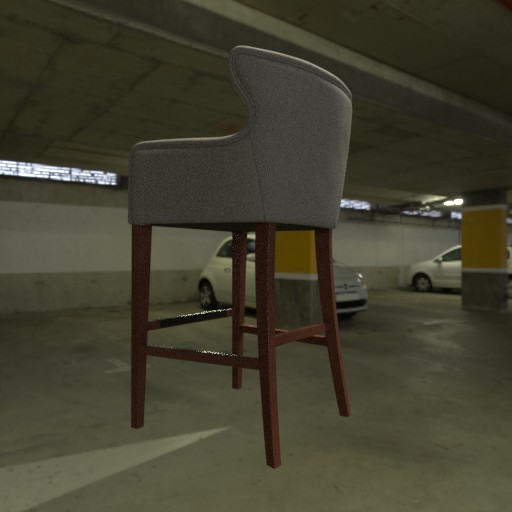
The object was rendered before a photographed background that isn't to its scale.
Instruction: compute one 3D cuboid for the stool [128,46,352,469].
[{"bbox_3d":[0.000,0.000,1.404,0.575,1.047,0.575,0,0,35],"label":"stool"}]
